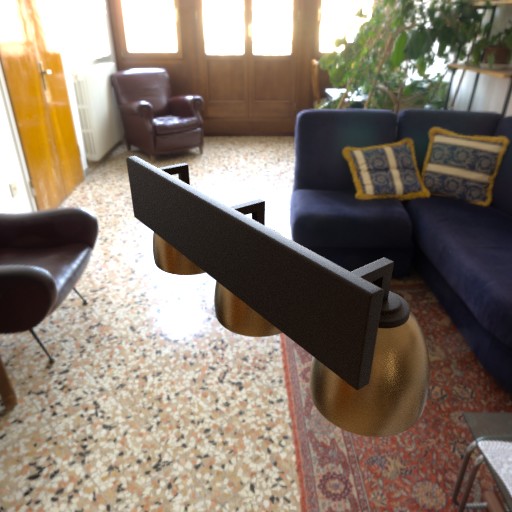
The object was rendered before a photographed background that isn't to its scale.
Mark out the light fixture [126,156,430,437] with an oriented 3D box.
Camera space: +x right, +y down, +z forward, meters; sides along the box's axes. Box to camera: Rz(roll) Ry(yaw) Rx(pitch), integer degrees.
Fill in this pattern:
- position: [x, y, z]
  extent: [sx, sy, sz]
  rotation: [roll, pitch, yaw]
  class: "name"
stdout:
- position: [0.000, 0.000, 0.662]
  extent: [0.157, 0.204, 0.582]
  rotation: [-19, 34, -32]
  class: "light fixture"
